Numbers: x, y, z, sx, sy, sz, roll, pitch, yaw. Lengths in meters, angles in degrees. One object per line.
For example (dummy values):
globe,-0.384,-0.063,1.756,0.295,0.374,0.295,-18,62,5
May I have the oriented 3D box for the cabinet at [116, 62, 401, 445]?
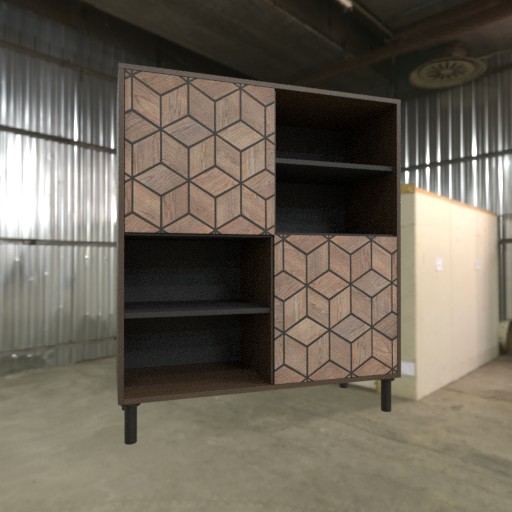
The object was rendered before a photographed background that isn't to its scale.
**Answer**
cabinet,0.000,0.000,1.689,1.010,1.170,0.400,0,0,-18
